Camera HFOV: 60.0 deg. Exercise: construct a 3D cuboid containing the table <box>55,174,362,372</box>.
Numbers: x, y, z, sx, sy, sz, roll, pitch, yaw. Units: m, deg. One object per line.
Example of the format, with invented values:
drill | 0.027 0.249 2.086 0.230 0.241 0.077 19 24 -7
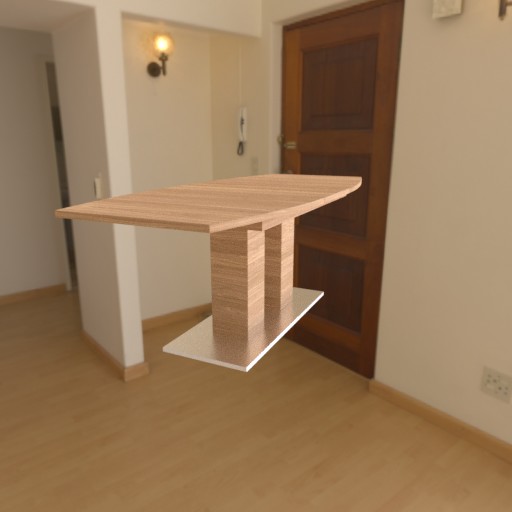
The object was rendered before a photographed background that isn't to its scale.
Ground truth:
table | 0.000 0.000 2.471 0.900 0.750 2.032 7 16 25
